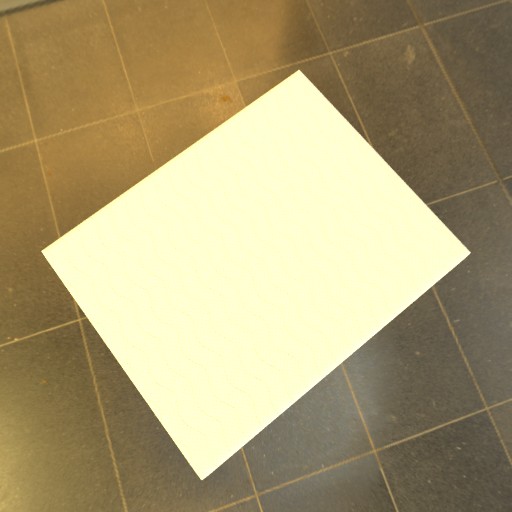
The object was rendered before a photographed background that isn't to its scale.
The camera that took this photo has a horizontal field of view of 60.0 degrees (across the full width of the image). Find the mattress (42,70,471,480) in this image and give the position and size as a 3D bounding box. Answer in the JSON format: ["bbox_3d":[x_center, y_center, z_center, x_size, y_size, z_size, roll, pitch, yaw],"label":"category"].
[{"bbox_3d":[0.000,0.000,2.735,2.000,0.230,1.600,-38,79,-9],"label":"mattress"}]
